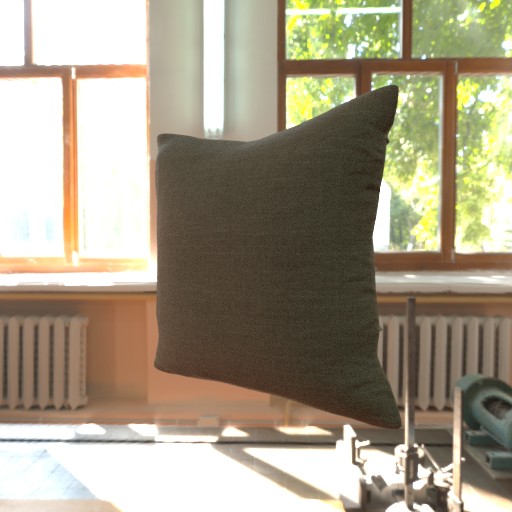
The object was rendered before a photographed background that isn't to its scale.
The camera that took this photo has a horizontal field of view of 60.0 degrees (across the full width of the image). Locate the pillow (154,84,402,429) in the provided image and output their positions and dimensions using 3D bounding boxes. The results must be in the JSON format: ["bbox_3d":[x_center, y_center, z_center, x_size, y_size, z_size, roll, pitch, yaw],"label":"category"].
[{"bbox_3d":[0.000,0.000,0.634,0.424,0.400,0.169,1,2,36],"label":"pillow"}]
